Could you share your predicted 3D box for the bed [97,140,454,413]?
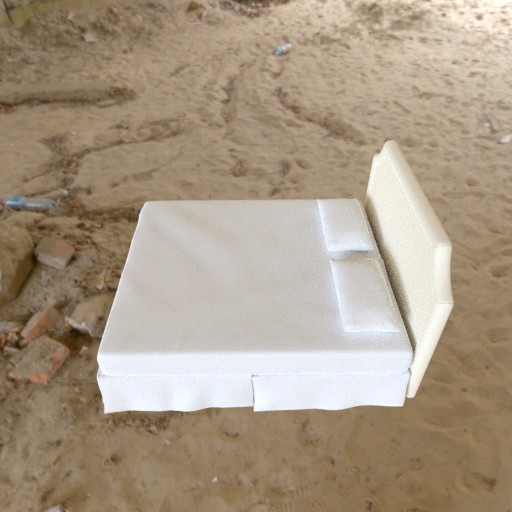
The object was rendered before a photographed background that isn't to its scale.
[{"bbox_3d":[0.000,0.000,4.241,2.773,1.590,2.350,0,41,-1],"label":"bed"}]
